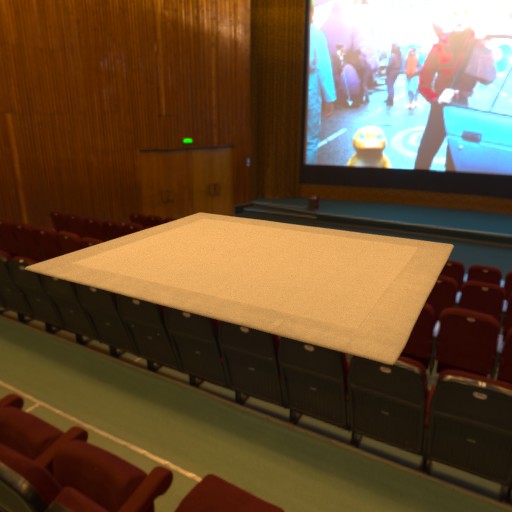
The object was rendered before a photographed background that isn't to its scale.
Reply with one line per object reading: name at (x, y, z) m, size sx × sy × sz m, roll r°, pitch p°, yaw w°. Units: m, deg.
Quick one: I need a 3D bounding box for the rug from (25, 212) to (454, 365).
rug at (0.000, 0.000, 3.914) m, size 2.976 × 0.018 × 2.430 m, roll 10°, pitch 20°, yaw 28°
